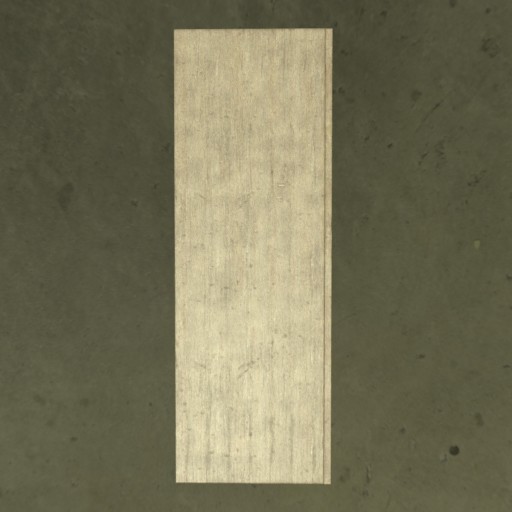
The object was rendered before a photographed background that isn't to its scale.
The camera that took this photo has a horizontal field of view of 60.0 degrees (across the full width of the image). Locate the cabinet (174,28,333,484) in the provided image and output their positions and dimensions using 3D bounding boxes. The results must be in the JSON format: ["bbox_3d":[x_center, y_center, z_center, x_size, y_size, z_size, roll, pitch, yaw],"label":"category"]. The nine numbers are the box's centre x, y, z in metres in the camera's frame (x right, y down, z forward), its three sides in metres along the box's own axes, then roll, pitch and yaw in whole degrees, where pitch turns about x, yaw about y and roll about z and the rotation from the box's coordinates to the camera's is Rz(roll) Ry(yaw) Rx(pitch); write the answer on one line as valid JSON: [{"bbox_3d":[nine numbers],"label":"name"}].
[{"bbox_3d":[0.000,0.000,1.834,0.511,0.825,1.460,0,91,1],"label":"cabinet"}]
